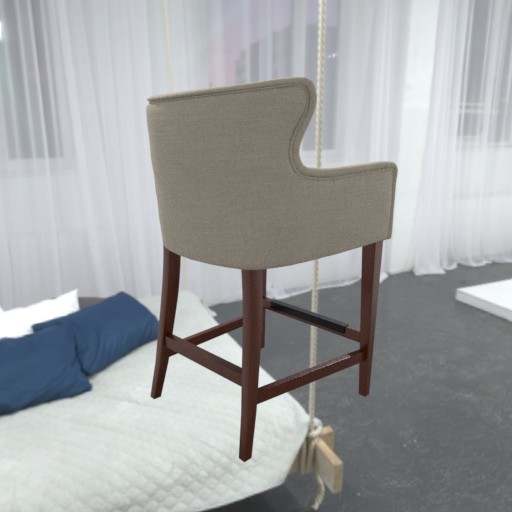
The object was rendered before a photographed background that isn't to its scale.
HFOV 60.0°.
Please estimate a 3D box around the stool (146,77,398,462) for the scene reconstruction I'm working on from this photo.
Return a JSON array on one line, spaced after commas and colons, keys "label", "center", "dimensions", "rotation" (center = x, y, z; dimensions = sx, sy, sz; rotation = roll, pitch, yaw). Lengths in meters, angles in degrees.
[{"label": "stool", "center": [0.000, 0.000, 1.408], "dimensions": [0.637, 0.987, 0.615], "rotation": [-13, 19, -43]}]
